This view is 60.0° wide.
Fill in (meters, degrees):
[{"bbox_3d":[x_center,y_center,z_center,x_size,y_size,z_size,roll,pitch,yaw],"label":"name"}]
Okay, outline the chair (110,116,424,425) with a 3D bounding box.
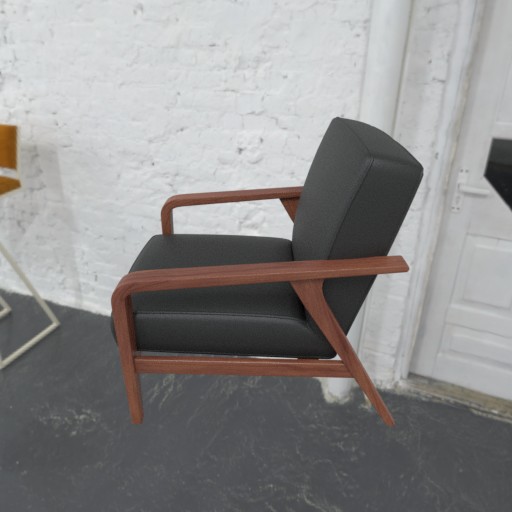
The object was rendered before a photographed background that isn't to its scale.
[{"bbox_3d":[0.000,0.000,1.523,0.889,0.861,0.719,0,26,1],"label":"chair"}]
